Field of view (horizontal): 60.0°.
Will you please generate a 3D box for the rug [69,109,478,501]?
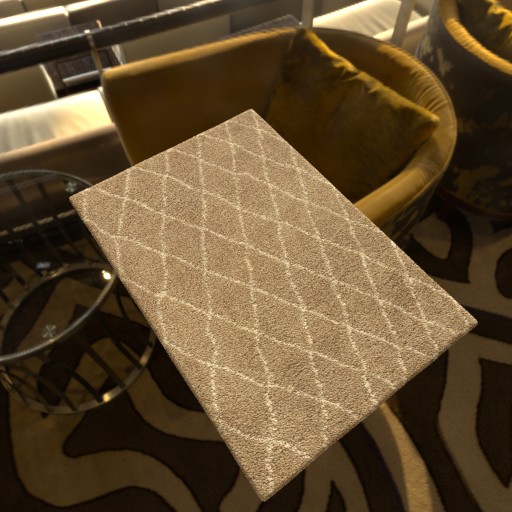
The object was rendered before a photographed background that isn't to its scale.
[{"bbox_3d":[0.000,0.000,2.209,1.219,0.030,1.778,-32,63,-18],"label":"rug"}]
